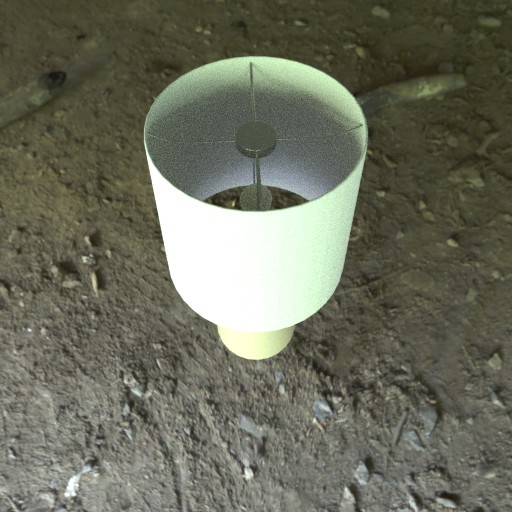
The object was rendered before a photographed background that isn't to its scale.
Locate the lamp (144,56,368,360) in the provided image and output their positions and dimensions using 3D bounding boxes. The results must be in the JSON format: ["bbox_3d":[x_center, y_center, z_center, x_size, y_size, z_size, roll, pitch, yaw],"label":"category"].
[{"bbox_3d":[0.000,0.000,0.483,0.186,0.369,0.186,0,58,0],"label":"lamp"}]
